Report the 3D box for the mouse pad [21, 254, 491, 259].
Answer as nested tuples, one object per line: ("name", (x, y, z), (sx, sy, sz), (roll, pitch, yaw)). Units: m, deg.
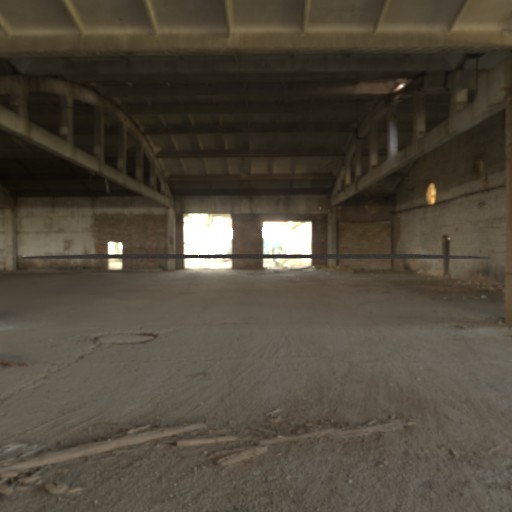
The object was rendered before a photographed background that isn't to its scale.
("mouse pad", (0.000, 0.000, 1.043), (0.907, 0.003, 0.424), (0, 1, 0))
